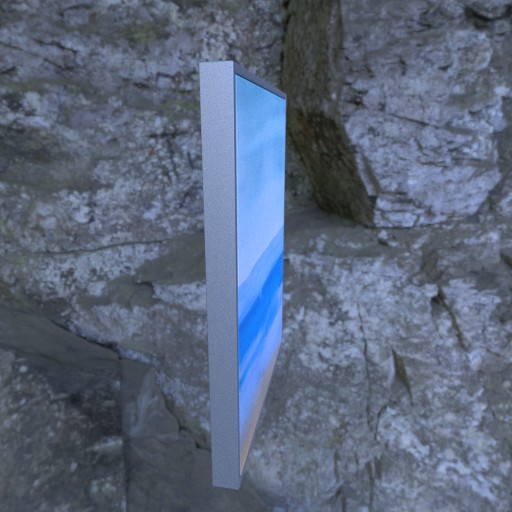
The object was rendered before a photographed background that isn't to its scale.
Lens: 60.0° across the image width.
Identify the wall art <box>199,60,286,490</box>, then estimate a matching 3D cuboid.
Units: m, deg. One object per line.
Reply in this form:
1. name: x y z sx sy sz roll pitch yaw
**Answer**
1. wall art: 0.000 0.000 0.757 0.039 0.553 0.445 3 16 11
